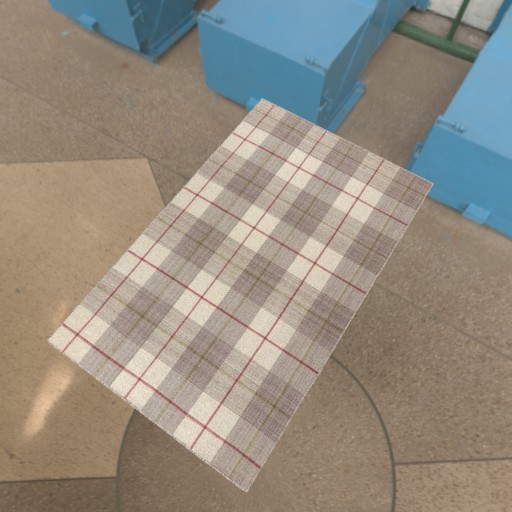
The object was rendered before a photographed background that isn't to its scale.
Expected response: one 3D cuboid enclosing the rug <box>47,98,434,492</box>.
[{"bbox_3d":[0.000,0.000,3.054,1.549,0.010,2.464,31,68,14],"label":"rug"}]
